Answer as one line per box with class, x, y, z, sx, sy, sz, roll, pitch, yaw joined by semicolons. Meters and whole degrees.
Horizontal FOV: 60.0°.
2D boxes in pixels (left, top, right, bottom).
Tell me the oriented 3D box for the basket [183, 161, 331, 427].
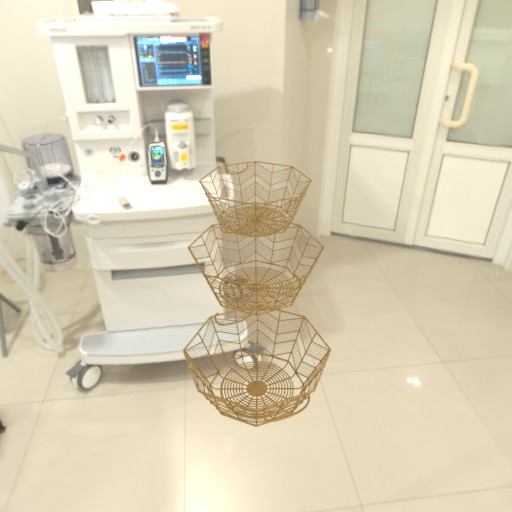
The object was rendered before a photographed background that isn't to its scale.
basket;0.000;0.000;1.394;0.432;0.178;1.245;0;32;0
